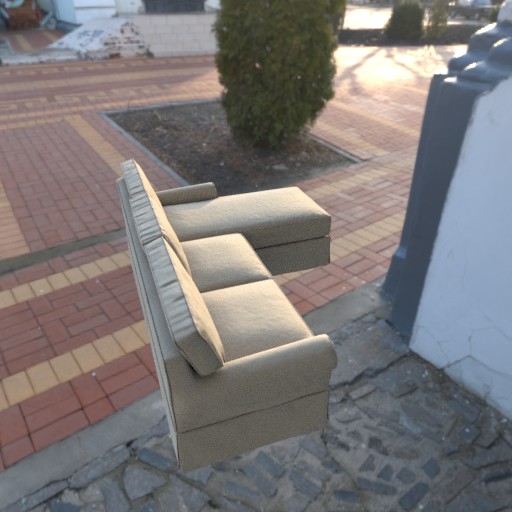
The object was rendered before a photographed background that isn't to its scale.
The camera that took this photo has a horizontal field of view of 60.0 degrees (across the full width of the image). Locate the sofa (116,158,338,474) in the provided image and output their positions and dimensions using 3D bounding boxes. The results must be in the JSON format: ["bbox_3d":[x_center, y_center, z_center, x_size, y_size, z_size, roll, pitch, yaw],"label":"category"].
[{"bbox_3d":[0.000,0.000,3.301,1.733,0.978,2.475,-11,33,-17],"label":"sofa"}]
